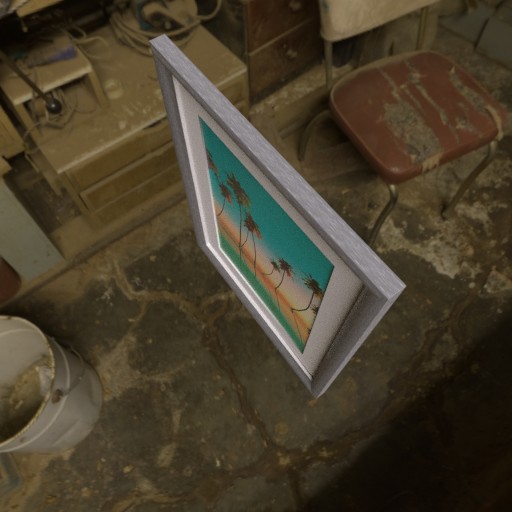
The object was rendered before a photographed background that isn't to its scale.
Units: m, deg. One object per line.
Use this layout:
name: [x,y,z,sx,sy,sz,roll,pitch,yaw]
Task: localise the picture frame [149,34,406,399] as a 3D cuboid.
picture frame: [0.000,0.000,0.756,0.029,0.559,0.454,-33,68,-16]
